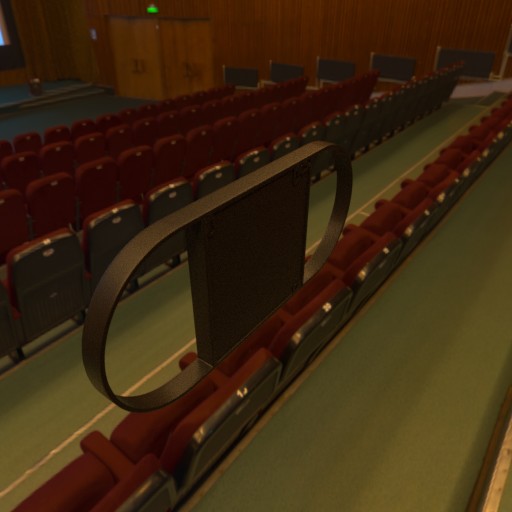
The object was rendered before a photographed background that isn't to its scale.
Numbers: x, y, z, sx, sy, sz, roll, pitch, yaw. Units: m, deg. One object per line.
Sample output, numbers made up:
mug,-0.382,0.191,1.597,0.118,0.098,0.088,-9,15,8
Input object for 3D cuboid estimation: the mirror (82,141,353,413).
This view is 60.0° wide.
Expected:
mirror,0.000,0.000,0.670,0.032,0.254,0.584,22,39,30
